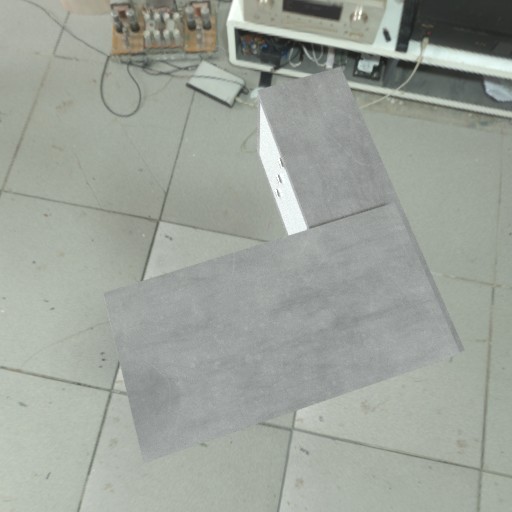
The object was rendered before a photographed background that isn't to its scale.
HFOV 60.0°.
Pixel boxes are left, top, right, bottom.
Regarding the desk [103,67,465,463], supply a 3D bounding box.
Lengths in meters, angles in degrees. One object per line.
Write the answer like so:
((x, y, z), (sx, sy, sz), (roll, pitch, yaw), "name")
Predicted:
((0.000, 0.000, 2.311), (1.400, 0.740, 1.500), (-17, 76, -5), "desk")
